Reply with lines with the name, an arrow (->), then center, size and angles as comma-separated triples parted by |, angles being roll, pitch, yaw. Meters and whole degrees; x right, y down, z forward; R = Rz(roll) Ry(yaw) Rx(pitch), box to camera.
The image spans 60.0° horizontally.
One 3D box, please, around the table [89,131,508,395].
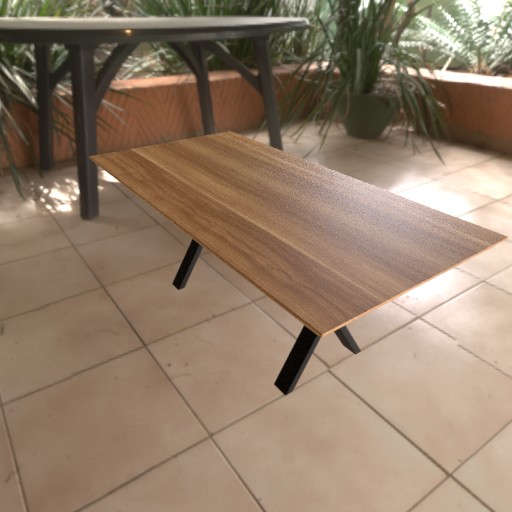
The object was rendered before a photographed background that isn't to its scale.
table -> 0.000, 0.000, 2.379 | 1.000, 0.770, 2.000 | -20, 36, -31
